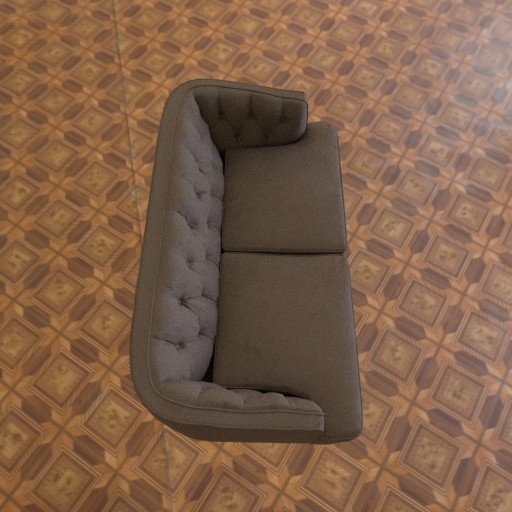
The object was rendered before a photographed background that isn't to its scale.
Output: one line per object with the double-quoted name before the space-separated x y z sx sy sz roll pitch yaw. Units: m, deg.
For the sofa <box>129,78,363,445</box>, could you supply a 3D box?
"sofa" 0.000 0.000 2.246 0.941 0.855 1.733 1 64 0
